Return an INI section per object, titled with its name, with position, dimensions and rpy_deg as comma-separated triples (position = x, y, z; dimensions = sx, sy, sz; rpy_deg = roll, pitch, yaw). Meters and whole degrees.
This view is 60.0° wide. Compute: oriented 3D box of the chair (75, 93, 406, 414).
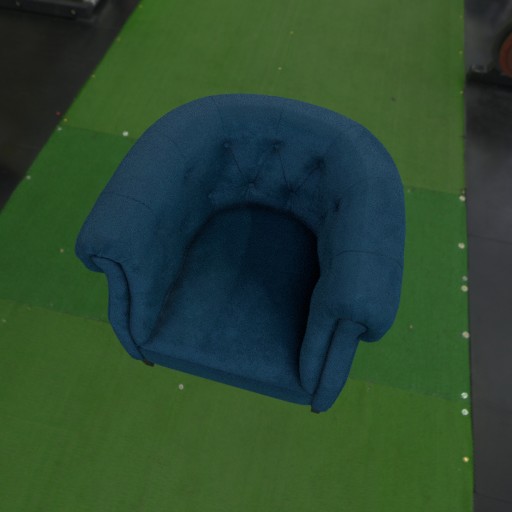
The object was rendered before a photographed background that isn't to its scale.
[chair]
position = 0.000, 0.000, 1.609
dimensions = 0.904, 0.826, 0.851
rpy_deg = 13, 60, 8
